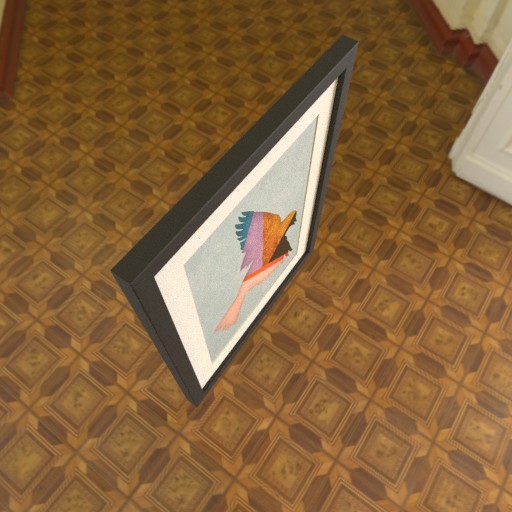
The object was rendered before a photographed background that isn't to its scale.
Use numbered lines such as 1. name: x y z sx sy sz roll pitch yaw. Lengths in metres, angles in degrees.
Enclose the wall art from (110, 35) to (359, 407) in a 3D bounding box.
1. wall art: 0.000 0.000 0.760 0.028 0.558 0.457 31 64 17
